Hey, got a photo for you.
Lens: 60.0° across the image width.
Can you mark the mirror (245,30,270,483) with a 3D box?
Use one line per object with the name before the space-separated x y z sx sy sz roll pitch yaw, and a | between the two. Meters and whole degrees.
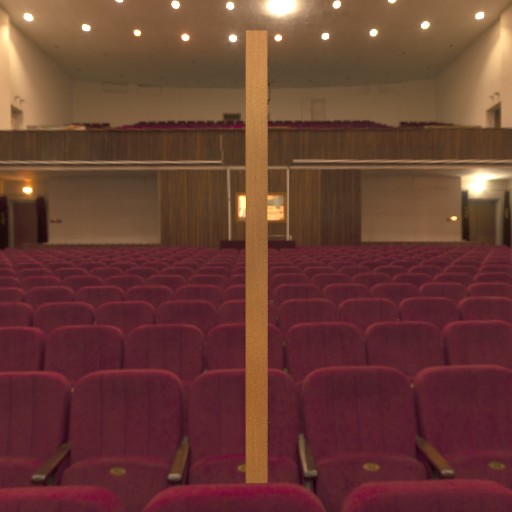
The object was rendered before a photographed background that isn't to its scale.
mirror | 0.000 0.000 0.948 0.039 0.710 0.507 0 1 -1
